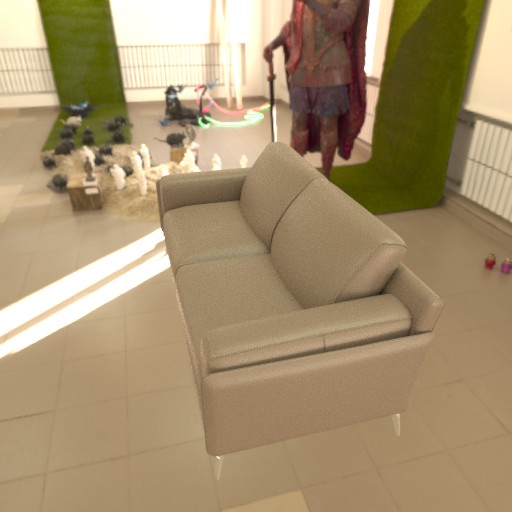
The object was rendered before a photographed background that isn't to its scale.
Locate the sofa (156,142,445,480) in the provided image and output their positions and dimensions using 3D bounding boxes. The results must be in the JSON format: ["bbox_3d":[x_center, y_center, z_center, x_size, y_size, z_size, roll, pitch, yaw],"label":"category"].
[{"bbox_3d":[0.000,0.000,2.568,1.049,0.930,2.101,-8,31,-14],"label":"sofa"}]
